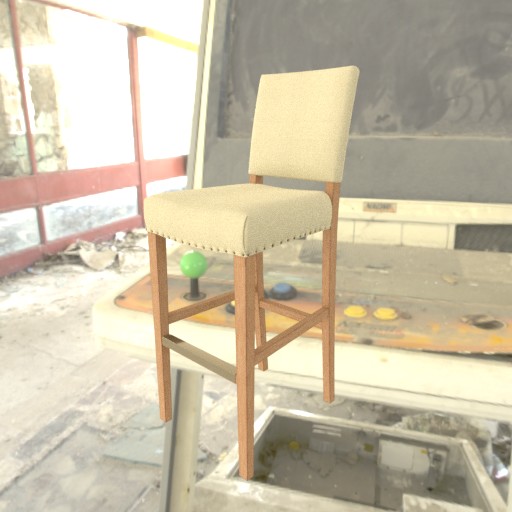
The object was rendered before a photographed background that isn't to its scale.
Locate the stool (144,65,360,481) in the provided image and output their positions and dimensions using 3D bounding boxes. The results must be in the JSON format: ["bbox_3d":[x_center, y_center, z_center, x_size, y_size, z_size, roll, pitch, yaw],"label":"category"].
[{"bbox_3d":[0.000,0.000,1.424,0.428,1.143,0.546,15,22,40],"label":"stool"}]
